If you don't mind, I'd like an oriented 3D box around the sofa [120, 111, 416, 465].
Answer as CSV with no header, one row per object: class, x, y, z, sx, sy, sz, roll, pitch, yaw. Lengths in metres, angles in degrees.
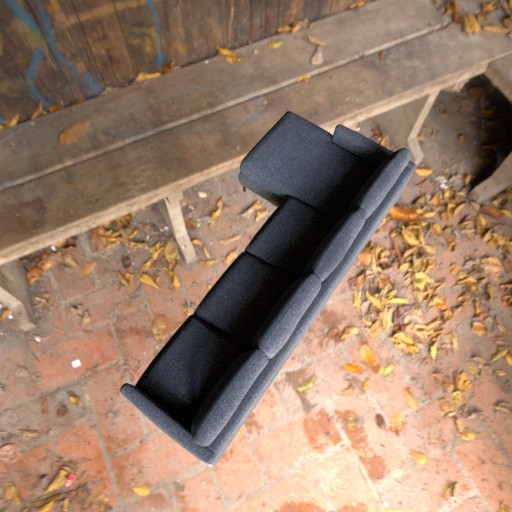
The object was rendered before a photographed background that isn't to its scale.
sofa,0.000,0.000,3.639,1.350,0.810,2.932,33,69,14
